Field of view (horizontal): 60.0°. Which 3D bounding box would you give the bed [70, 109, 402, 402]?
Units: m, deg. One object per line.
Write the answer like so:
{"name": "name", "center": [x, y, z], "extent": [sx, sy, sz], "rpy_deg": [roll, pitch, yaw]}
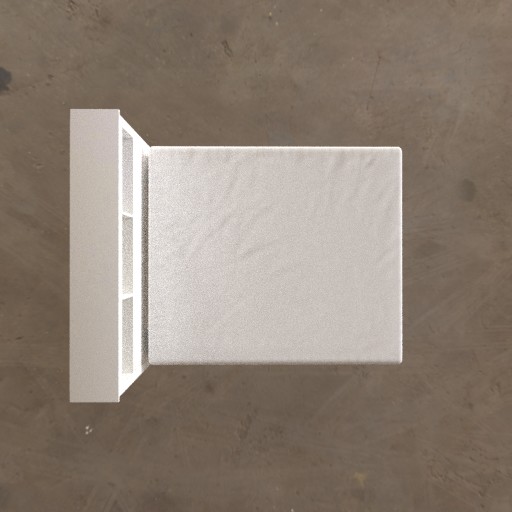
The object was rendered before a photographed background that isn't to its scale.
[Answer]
{"name": "bed", "center": [0.000, 0.000, 3.081], "extent": [2.133, 1.092, 1.671], "rpy_deg": [0, 90, 0]}
